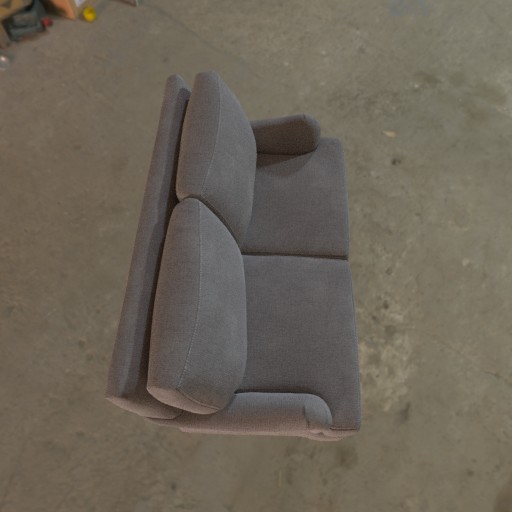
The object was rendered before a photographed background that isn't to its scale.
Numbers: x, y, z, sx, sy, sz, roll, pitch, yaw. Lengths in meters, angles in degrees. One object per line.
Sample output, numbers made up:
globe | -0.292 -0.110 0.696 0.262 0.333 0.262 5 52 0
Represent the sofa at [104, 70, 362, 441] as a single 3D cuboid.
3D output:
sofa | 0.000 0.000 2.463 1.084 1.101 1.853 2 62 1
